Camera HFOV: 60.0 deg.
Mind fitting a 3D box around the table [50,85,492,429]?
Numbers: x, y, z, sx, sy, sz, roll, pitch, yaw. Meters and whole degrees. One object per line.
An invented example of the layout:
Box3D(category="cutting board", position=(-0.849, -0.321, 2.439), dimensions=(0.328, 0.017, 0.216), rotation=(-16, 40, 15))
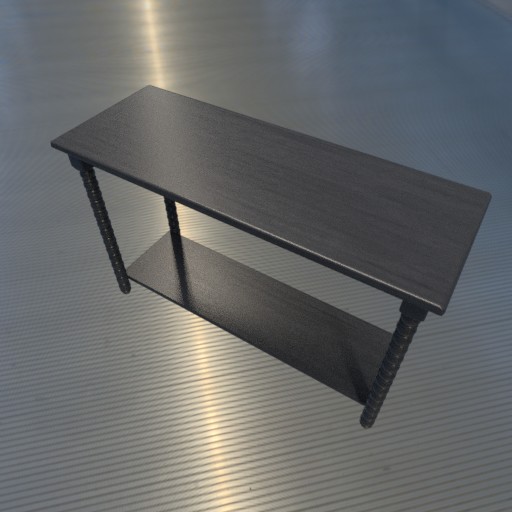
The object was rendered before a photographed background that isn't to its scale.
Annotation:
Box3D(category="table", position=(0.000, 0.000, 1.506), dimensions=(1.184, 0.735, 0.459), rotation=(24, 51, 21))
